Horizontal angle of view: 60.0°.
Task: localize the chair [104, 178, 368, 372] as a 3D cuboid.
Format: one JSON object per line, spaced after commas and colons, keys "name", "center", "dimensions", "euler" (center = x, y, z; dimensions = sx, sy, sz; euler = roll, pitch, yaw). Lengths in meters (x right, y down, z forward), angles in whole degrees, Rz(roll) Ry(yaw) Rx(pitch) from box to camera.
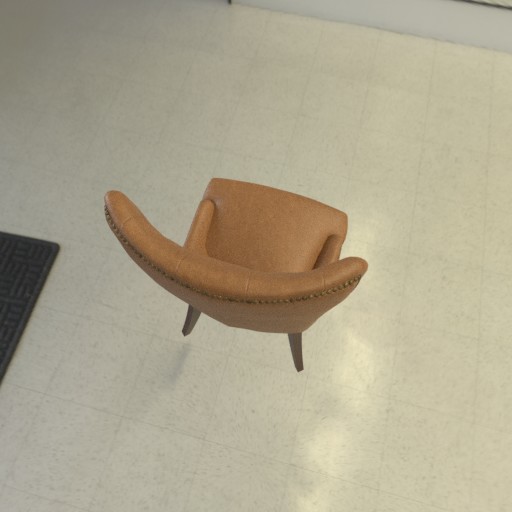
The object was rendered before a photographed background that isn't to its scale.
{"name": "chair", "center": [0.000, 0.000, 1.500], "dimensions": [0.611, 1.065, 0.669], "euler": [16, 66, 7]}
